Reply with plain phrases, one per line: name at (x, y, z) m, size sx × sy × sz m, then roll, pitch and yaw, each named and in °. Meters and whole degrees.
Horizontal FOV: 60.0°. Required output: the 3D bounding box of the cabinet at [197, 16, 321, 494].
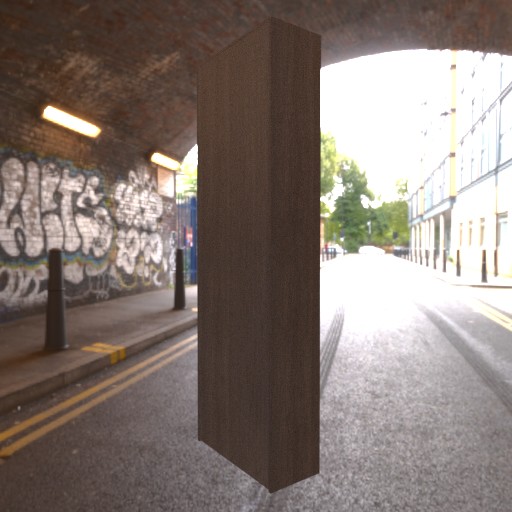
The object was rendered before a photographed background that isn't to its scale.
cabinet at (0.000, 0.000, 1.796) m, size 0.255 × 1.630 × 0.520 m, roll -1°, pitch 2°, yaw -36°
